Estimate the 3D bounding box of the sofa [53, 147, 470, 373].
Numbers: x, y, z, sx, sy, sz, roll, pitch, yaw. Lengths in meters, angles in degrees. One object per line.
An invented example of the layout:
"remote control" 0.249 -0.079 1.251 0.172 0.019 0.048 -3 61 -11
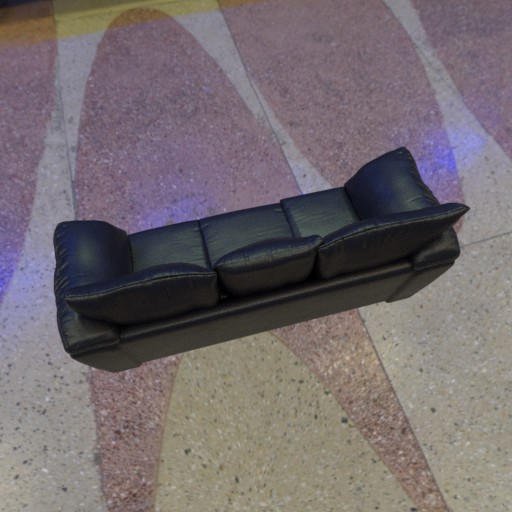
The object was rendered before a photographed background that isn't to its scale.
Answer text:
"sofa" 0.000 0.000 2.803 2.336 1.073 0.880 -13 61 -7
